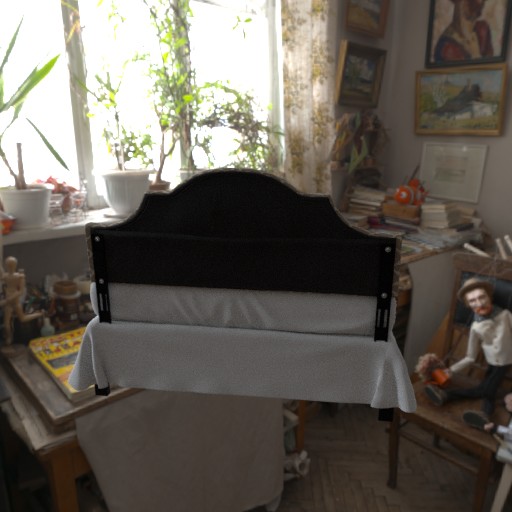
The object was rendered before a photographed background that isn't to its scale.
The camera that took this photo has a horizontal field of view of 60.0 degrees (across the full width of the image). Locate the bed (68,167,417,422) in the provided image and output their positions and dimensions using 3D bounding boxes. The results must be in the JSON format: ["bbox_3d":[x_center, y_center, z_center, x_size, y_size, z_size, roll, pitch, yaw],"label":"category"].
[{"bbox_3d":[0.000,0.000,3.720,2.314,1.601,2.222,2,16,8],"label":"bed"}]
